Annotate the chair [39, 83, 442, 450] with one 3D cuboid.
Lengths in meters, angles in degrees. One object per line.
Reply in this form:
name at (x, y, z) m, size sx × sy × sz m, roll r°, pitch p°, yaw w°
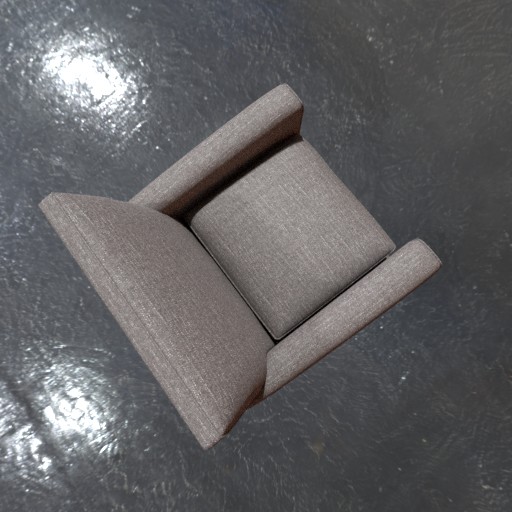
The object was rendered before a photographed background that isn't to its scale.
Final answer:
chair at (0.000, 0.000, 1.574) m, size 0.875 × 0.885 × 0.838 m, roll -36°, pitch 79°, yaw -8°
